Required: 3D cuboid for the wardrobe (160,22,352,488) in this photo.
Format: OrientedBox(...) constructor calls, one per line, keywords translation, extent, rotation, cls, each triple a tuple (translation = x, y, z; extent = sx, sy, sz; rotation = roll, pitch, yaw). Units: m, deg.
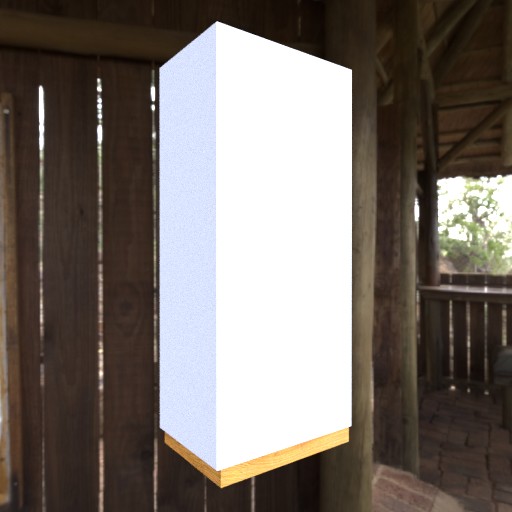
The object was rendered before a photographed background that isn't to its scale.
OrientedBox(translation=(0.000, 0.000, 2.425), extent=(0.860, 2.040, 0.600), rotation=(0, 0, -36), cls="wardrobe")
